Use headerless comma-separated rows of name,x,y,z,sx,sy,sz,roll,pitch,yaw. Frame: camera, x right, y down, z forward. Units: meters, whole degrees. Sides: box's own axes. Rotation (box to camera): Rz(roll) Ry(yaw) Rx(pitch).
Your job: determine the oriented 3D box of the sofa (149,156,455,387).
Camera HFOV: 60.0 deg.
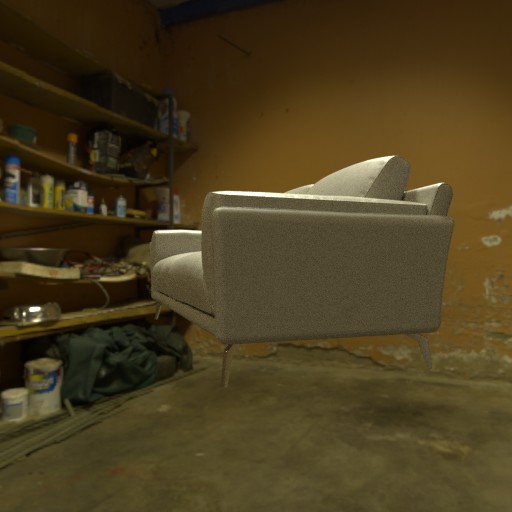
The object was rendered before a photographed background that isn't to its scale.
sofa,0.000,0.000,2.600,1.049,0.930,2.101,0,-1,-19
